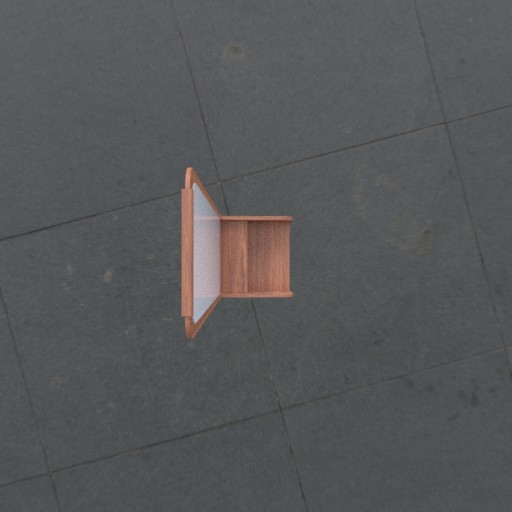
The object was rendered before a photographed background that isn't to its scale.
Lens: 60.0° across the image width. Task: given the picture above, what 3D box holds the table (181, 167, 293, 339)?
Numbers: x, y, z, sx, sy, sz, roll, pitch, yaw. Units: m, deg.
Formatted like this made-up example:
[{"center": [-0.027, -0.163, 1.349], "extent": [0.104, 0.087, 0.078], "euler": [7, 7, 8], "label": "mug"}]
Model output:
[{"center": [0.000, 0.000, 2.014], "extent": [0.420, 1.830, 0.450], "euler": [0, 89, -1], "label": "table"}]
